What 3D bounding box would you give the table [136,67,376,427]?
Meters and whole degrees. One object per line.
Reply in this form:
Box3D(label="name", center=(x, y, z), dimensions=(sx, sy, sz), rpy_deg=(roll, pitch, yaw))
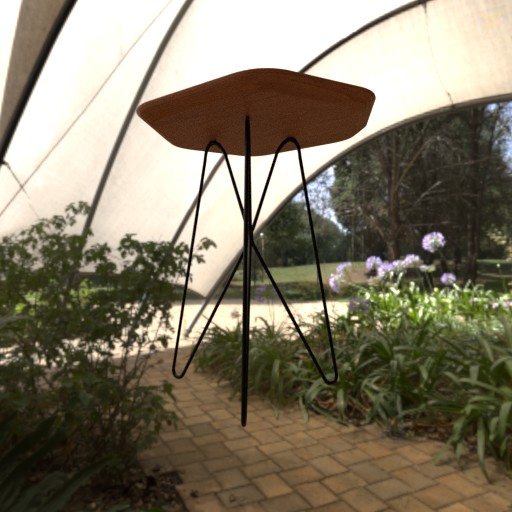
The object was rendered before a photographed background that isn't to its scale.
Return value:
Box3D(label="table", center=(0.000, 0.000, 0.904), dimensions=(0.500, 0.562, 0.400), rpy_deg=(-1, -2, 36))
